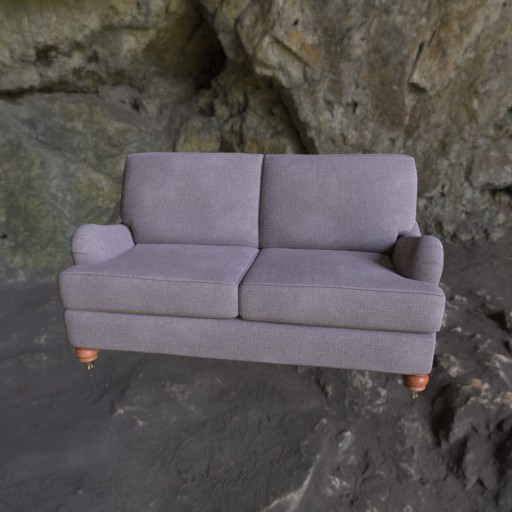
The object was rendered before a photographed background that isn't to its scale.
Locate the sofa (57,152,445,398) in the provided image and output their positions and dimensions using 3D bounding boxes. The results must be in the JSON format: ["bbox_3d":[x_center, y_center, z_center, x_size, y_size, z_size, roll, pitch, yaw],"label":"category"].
[{"bbox_3d":[0.000,0.000,2.487,1.853,1.101,1.084,3,16,9],"label":"sofa"}]
